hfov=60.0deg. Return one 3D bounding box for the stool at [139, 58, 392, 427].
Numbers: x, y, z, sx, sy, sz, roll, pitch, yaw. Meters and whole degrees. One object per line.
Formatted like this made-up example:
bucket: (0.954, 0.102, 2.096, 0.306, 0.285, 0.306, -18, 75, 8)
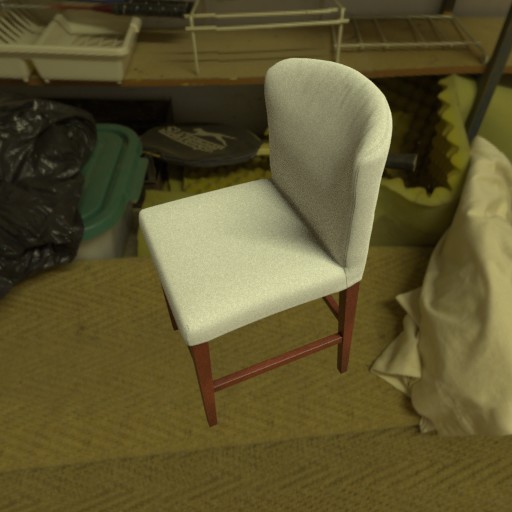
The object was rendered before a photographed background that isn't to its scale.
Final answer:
stool: (0.000, 0.000, 1.291, 0.568, 0.968, 0.479, -17, 48, -16)
